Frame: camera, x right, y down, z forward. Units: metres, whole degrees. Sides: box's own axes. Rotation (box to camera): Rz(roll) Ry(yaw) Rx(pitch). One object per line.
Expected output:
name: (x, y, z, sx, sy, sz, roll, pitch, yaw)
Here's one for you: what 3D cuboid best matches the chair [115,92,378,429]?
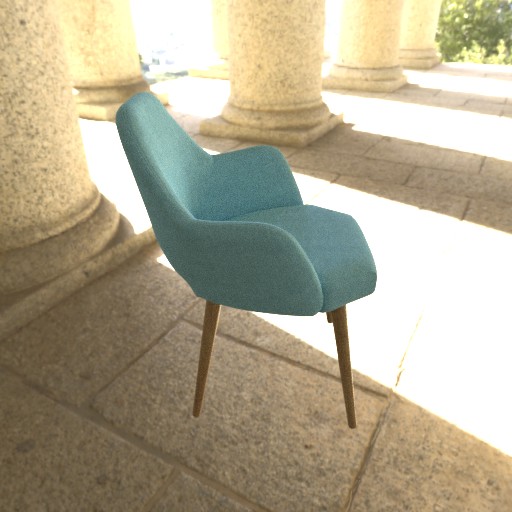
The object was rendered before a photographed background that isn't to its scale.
chair: (0.000, 0.000, 1.228, 0.610, 0.840, 0.590, 0, 31, 0)
